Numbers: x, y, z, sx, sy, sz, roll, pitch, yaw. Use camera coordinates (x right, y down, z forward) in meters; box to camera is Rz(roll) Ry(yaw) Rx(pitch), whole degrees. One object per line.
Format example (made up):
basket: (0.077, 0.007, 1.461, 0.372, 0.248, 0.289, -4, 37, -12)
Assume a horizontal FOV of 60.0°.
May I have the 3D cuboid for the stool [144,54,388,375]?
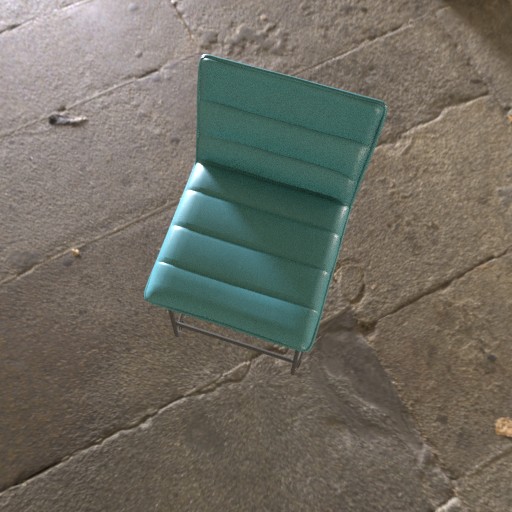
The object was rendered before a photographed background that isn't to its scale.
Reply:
stool: (0.000, 0.000, 1.243, 0.489, 0.936, 0.524, 17, 75, 5)
